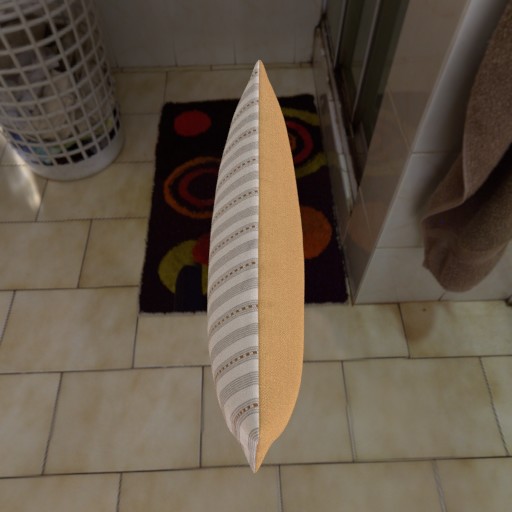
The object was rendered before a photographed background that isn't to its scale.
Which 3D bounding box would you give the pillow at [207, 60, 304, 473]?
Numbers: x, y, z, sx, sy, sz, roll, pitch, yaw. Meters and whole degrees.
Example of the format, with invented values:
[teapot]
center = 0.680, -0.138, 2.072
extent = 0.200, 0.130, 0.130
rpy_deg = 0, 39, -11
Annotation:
[pillow]
center = 0.000, 0.000, 0.720
extent = 0.151, 0.291, 0.608
rpy_deg = 0, 58, 0
